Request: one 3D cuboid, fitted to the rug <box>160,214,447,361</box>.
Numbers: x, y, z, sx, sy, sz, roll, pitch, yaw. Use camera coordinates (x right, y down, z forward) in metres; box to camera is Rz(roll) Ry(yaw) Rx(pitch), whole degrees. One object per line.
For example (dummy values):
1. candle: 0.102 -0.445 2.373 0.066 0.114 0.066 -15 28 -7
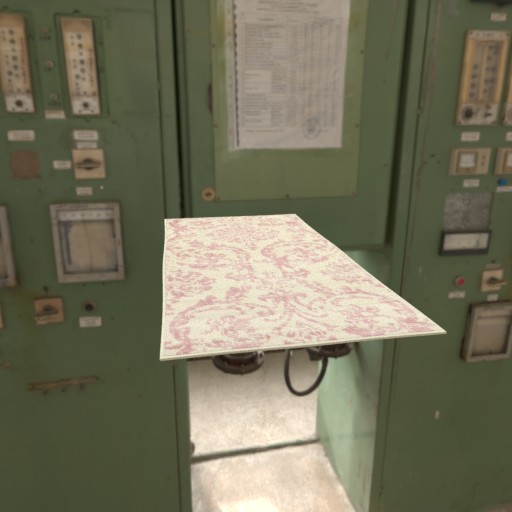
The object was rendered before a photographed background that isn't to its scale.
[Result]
1. rug: 0.000 0.000 1.468 0.604 0.007 1.219 -3 18 -10
